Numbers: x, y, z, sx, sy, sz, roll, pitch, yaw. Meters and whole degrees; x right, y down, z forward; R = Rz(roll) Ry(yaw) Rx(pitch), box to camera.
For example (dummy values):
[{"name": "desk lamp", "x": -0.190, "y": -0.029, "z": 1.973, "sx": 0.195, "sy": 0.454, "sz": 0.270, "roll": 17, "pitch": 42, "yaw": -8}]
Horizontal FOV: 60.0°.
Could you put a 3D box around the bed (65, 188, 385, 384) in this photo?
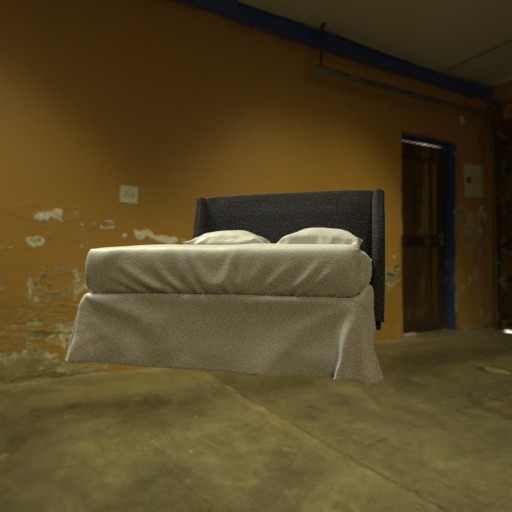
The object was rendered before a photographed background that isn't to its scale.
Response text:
[{"name": "bed", "x": 0.000, "y": 0.000, "z": 3.455, "sx": 1.925, "sy": 1.332, "sz": 2.276, "roll": 0, "pitch": -1, "yaw": 17}]
